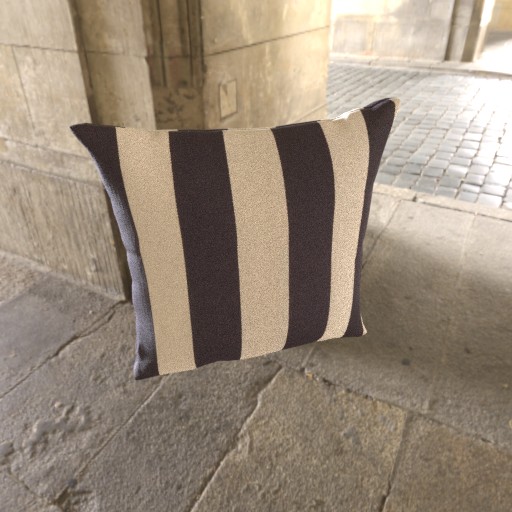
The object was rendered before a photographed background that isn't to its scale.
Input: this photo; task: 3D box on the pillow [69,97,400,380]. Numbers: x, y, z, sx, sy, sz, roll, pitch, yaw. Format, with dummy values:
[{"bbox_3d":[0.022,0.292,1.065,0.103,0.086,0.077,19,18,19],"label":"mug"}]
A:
[{"bbox_3d":[0.000,0.000,0.814,0.536,0.526,0.189,-10,34,-15],"label":"pillow"}]
